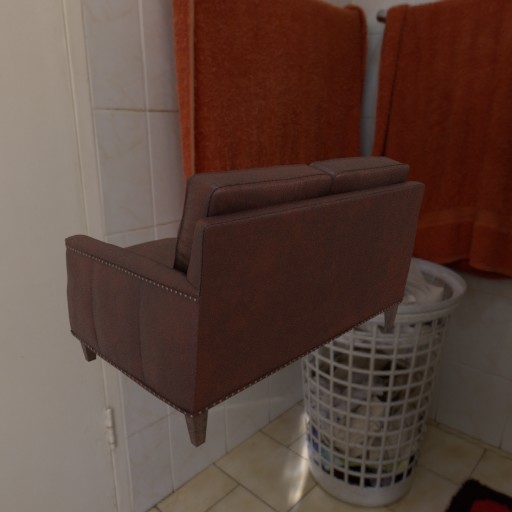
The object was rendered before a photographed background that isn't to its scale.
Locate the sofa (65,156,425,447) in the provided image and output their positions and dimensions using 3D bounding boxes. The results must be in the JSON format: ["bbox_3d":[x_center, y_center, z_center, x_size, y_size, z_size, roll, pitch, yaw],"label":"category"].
[{"bbox_3d":[0.000,0.000,2.302,1.083,1.003,1.628,15,22,43],"label":"sofa"}]
